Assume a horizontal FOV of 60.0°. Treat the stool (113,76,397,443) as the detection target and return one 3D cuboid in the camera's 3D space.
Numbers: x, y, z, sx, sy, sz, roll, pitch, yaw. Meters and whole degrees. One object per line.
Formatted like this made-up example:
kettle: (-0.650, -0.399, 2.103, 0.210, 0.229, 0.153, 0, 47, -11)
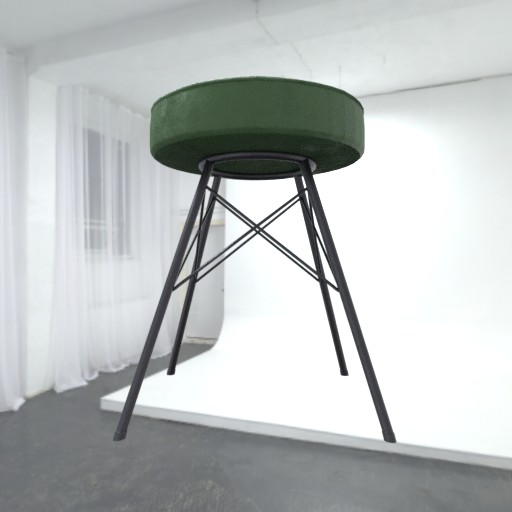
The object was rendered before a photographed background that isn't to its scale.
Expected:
stool: (0.000, 0.000, 0.907, 0.457, 0.595, 0.430, 0, 0, 1)
